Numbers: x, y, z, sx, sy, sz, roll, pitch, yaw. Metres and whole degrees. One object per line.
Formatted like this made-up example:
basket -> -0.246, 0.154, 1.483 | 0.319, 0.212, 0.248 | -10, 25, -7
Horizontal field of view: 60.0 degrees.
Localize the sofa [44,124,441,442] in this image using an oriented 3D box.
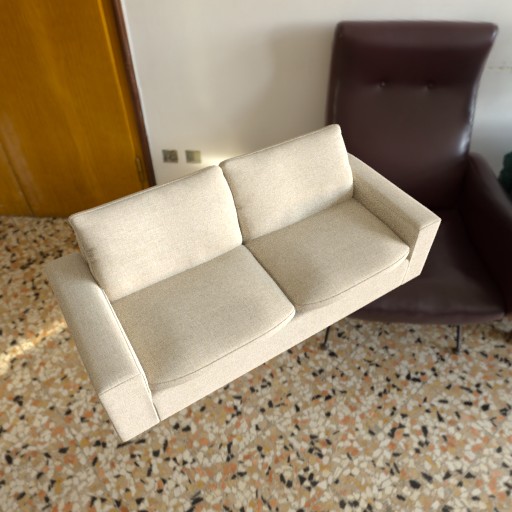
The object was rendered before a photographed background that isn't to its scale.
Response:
sofa -> 0.000, 0.000, 2.790 | 2.299, 0.922, 1.040 | -24, 50, -22
